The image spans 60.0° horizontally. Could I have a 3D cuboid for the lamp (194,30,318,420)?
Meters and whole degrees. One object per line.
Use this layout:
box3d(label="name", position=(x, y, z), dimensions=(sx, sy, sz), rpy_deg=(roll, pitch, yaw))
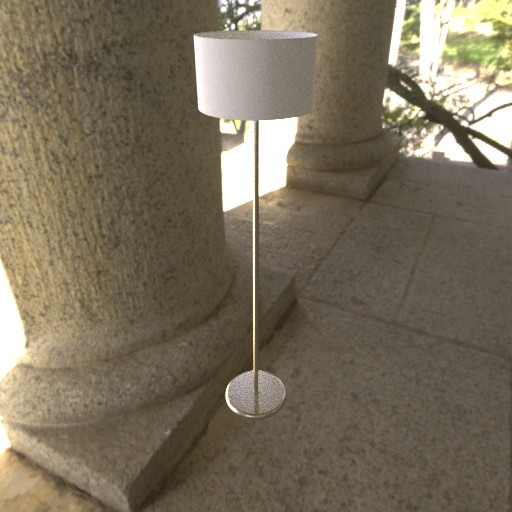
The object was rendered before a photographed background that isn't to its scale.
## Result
box3d(label="lamp", position=(0.000, 0.000, 1.609), dimensions=(0.347, 1.443, 0.347), rpy_deg=(-1, 30, -2))
